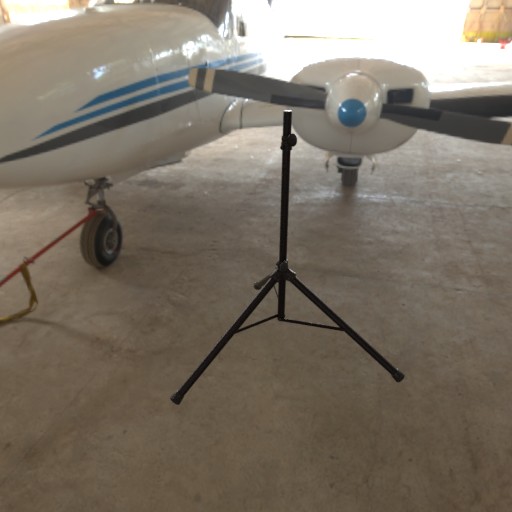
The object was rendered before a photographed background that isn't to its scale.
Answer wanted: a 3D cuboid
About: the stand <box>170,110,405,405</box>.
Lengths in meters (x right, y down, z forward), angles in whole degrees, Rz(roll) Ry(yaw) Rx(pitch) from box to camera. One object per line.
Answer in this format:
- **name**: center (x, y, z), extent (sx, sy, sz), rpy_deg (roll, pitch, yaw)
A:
- **stand**: center (0.000, 0.000, 1.853), extent (0.907, 1.136, 1.045), rpy_deg (-20, 34, -33)
